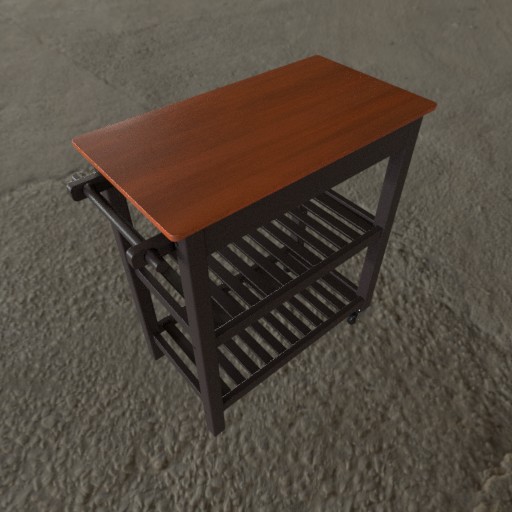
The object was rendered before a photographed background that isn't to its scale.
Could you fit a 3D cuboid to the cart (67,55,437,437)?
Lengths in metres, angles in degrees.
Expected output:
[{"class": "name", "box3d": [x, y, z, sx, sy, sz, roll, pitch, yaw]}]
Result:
[{"class": "cart", "box3d": [0.000, 0.000, 1.434, 0.899, 0.927, 0.457, -30, 52, -27]}]
